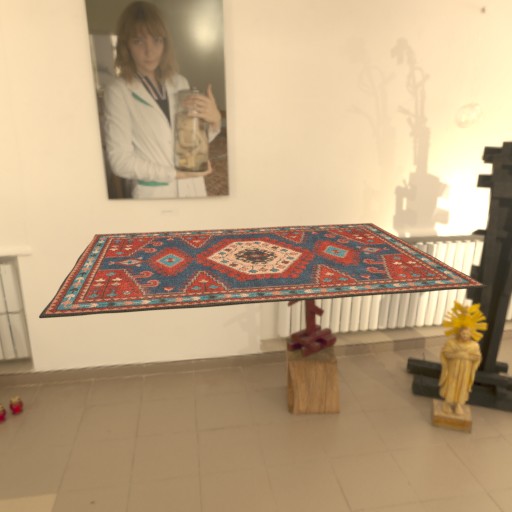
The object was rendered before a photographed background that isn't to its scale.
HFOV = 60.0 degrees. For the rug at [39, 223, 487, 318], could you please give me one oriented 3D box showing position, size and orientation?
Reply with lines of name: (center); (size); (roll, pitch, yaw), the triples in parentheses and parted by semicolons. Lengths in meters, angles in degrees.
rug: (0.000, 0.000, 2.327); (1.820, 0.012, 1.207); (-3, 18, -9)
